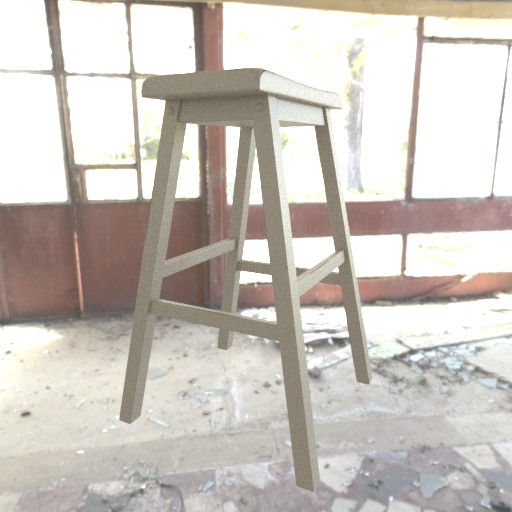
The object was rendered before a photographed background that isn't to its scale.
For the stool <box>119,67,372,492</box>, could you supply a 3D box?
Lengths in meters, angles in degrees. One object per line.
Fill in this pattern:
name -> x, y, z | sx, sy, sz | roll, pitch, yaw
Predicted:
stool -> 0.000, 0.000, 1.025 | 0.476, 0.737, 0.457 | 7, 16, 27
